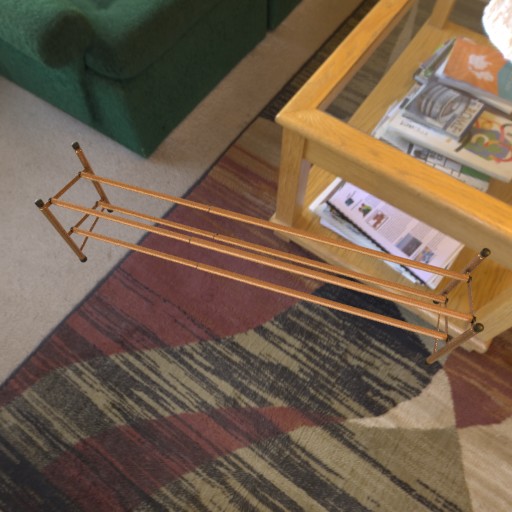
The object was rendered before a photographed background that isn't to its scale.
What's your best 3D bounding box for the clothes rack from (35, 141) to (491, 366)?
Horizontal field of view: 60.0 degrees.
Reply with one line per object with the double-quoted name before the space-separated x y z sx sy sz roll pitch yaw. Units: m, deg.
"clothes rack" 0.000 0.000 1.296 1.168 0.349 0.229 16 65 8
